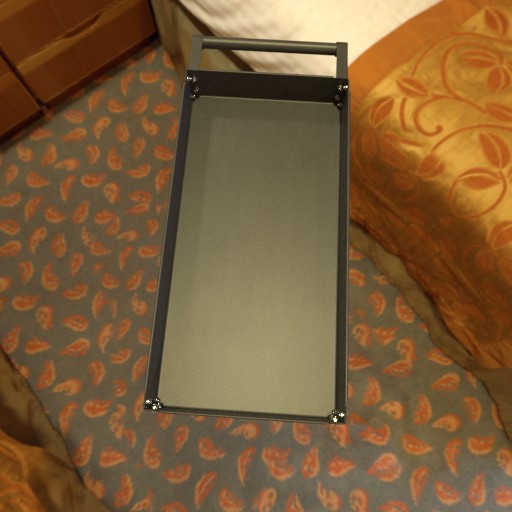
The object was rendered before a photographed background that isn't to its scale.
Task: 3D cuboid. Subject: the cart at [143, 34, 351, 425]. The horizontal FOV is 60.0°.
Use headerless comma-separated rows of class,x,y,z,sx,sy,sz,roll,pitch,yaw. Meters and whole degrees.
cart,0.000,0.000,1.173,0.366,0.719,0.779,4,74,1
